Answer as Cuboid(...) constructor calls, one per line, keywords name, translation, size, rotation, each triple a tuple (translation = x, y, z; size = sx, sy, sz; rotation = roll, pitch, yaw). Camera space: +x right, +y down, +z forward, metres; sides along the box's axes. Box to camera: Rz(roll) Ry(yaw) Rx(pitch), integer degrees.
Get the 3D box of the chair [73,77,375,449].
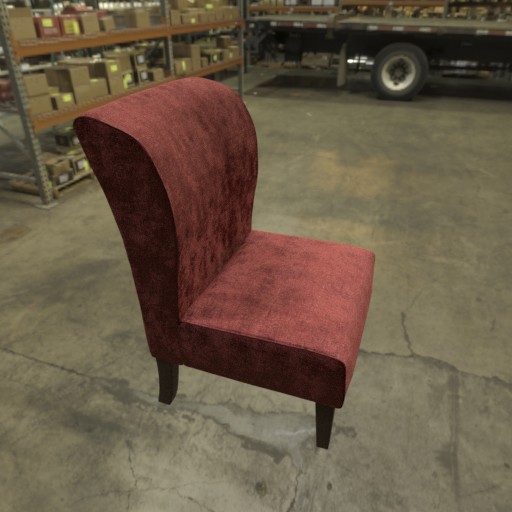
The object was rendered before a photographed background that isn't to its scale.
Cuboid(name="chair", translation=(0.000, 0.000, 1.237), size=(0.640, 0.846, 0.538), rotation=(11, 32, 17))
